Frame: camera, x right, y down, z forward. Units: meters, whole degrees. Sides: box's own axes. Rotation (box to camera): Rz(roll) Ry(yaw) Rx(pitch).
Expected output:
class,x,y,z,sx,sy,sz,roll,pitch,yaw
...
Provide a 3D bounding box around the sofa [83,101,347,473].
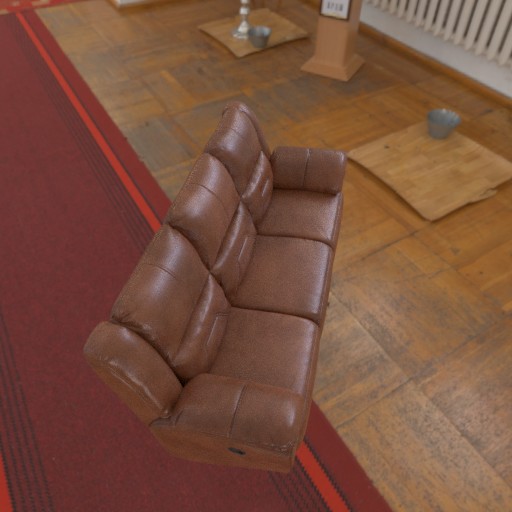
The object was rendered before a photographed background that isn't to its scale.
class,x,y,z,sx,sy,sz,roll,pitch,yaw
sofa,0.000,0.000,2.806,0.991,1.043,2.337,10,47,9
